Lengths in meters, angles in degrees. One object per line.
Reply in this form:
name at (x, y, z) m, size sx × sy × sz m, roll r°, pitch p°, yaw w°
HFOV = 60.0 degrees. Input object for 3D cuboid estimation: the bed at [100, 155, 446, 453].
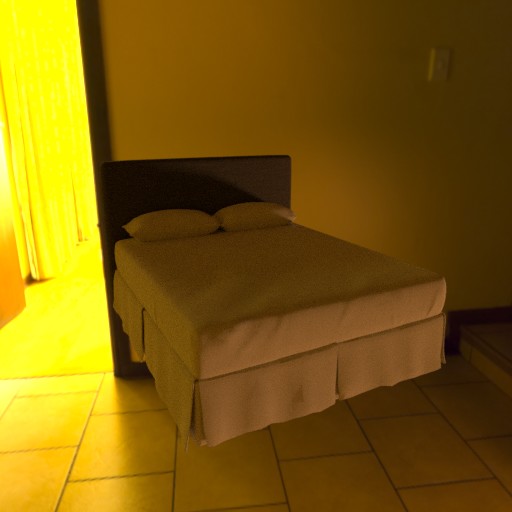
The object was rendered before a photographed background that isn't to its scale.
bed at (0.000, 0.000, 3.333) m, size 1.884 × 1.330 × 2.142 m, roll -9°, pitch 19°, yaw -27°
